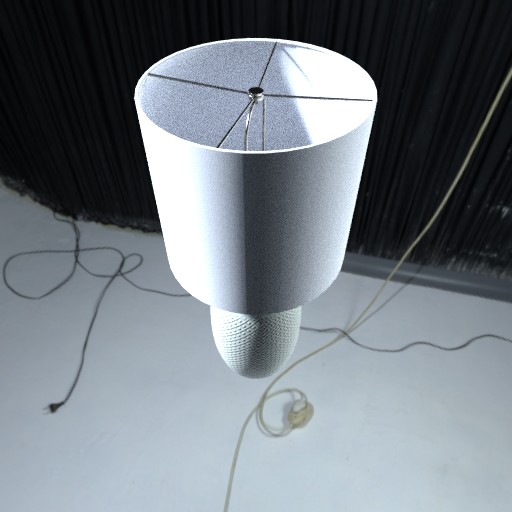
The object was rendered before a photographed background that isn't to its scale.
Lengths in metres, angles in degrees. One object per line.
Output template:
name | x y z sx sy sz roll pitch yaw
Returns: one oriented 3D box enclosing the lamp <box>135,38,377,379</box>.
lamp | 0.000 0.000 0.567 0.217 0.453 0.217 10 48 10
